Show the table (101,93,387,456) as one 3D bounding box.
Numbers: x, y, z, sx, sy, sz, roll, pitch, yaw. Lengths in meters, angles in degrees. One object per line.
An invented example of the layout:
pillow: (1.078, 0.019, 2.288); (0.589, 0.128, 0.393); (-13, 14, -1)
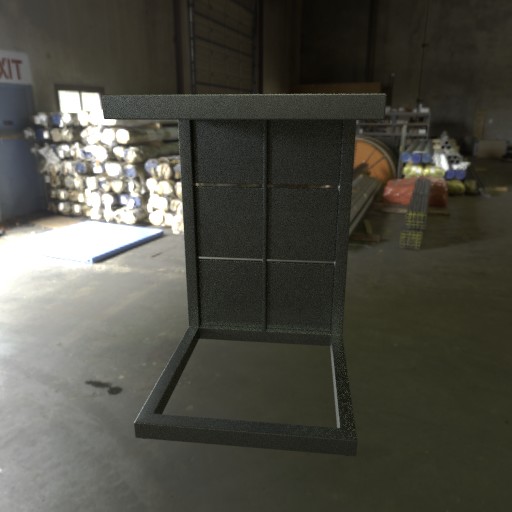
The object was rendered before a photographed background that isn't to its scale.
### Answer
table: (0.000, 0.000, 0.911); (0.405, 0.609, 0.420); (2, 18, 6)
